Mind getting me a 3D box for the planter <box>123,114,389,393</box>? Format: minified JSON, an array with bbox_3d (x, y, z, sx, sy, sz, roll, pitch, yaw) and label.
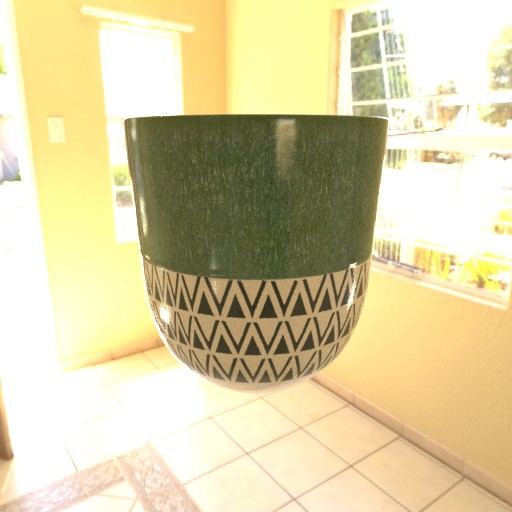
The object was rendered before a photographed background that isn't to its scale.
[{"bbox_3d":[0.000,0.000,0.365,0.195,0.214,0.195,0,15,0],"label":"planter"}]
